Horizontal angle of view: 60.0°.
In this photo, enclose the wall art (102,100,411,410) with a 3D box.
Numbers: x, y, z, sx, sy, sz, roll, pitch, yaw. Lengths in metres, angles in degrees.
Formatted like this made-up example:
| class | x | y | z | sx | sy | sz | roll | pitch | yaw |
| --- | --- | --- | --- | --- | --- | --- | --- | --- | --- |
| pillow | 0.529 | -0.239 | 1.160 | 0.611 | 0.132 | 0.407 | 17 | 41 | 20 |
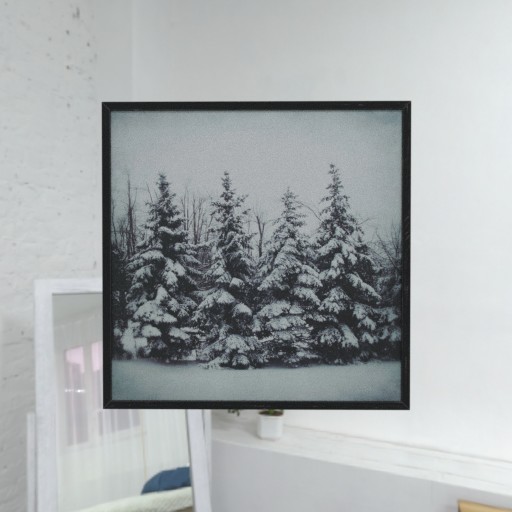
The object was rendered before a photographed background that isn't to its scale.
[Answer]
| class | x | y | z | sx | sy | sz | roll | pitch | yaw |
| --- | --- | --- | --- | --- | --- | --- | --- | --- | --- |
| wall art | 0.000 | 0.000 | 1.112 | 0.761 | 0.761 | 0.037 | 0 | 1 | 1 |
